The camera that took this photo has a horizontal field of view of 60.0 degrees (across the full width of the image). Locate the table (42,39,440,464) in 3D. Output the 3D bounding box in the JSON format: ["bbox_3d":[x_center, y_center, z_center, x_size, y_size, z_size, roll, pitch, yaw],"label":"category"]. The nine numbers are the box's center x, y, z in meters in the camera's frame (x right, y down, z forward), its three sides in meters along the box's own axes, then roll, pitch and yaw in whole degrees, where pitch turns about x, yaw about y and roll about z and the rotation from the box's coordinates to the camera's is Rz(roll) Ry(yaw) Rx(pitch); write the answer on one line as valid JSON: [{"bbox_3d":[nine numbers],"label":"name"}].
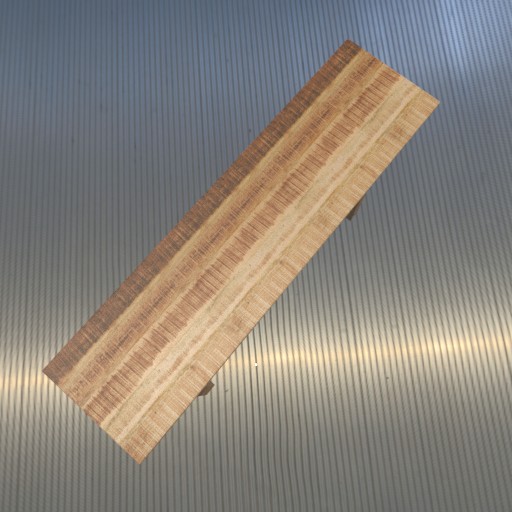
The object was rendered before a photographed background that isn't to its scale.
[{"bbox_3d":[0.000,0.000,1.833,0.405,0.810,1.524,39,79,9],"label":"table"}]
